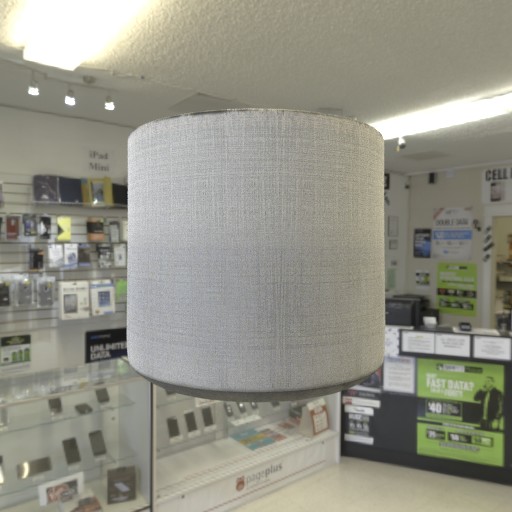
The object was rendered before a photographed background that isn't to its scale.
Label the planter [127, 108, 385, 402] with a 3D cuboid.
[{"bbox_3d":[0.000,0.000,0.402,0.226,0.201,0.226,0,2,0],"label":"planter"}]
